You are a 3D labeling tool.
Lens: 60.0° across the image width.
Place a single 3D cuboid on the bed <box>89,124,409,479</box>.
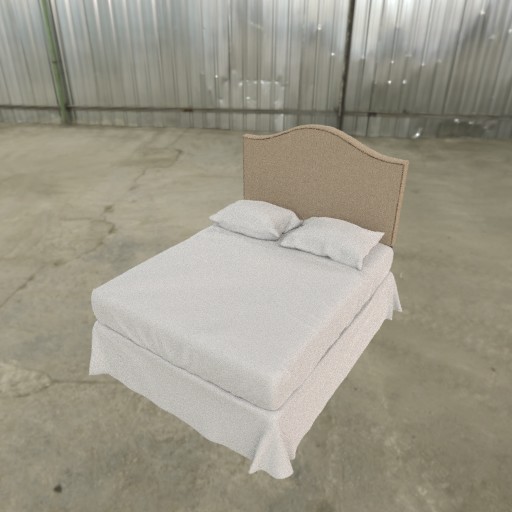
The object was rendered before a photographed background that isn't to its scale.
[{"bbox_3d":[0.000,0.000,3.461,1.876,1.645,2.221,18,34,29],"label":"bed"}]
